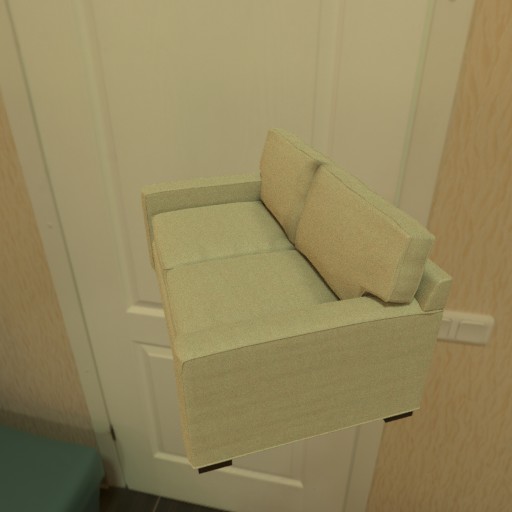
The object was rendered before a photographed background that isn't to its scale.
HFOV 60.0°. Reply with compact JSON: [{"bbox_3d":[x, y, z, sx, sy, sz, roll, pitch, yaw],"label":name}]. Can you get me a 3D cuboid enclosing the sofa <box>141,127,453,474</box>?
[{"bbox_3d":[0.000,0.000,2.090,0.942,0.853,1.484,-9,31,-14],"label":"sofa"}]
